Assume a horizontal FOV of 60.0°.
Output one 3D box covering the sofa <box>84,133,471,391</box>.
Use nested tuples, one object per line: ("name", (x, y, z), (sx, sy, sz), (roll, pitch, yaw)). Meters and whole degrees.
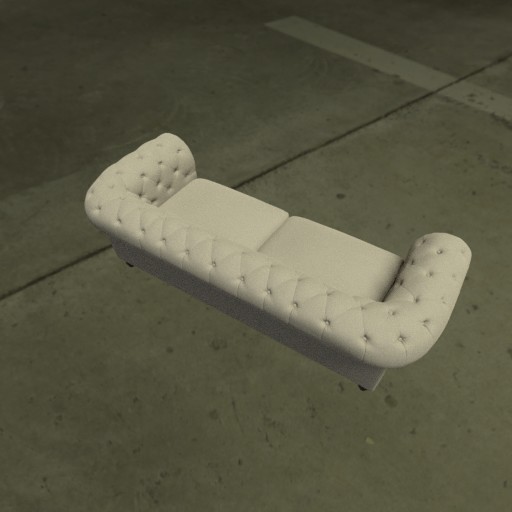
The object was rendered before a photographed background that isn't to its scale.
("sofa", (0.000, 0.000, 2.923), (2.411, 0.749, 0.991), (24, 50, 22))
